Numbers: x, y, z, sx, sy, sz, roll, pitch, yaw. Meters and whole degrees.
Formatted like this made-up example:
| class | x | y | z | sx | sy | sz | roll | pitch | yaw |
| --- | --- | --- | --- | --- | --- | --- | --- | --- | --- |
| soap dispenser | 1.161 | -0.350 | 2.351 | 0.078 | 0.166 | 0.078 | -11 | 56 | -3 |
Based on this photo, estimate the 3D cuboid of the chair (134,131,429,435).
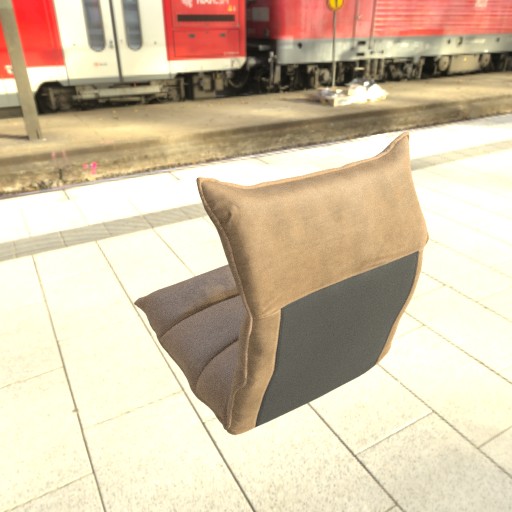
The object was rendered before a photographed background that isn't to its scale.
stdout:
| class | x | y | z | sx | sy | sz | roll | pitch | yaw |
| --- | --- | --- | --- | --- | --- | --- | --- | --- | --- |
| chair | 0.000 | 0.000 | 1.564 | 0.714 | 0.892 | 0.985 | -17 | 33 | -28 |
